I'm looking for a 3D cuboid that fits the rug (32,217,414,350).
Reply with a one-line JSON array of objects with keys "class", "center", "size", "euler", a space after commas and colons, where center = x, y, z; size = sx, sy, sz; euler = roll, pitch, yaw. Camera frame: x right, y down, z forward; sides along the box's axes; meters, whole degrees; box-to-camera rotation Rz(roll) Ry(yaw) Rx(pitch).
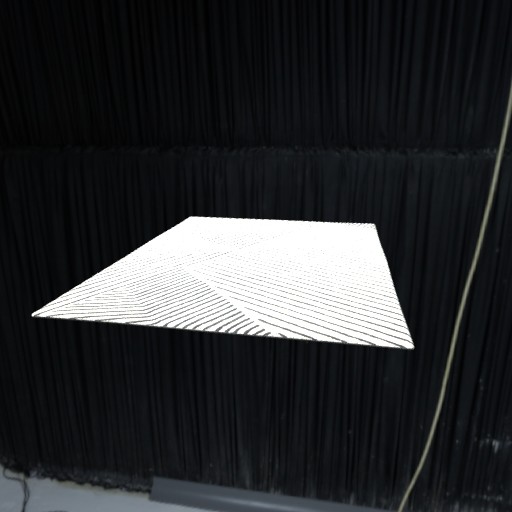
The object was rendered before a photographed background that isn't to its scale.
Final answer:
[{"class": "rug", "center": [0.000, 0.000, 3.192], "size": [1.829, 0.028, 2.449], "euler": [3, 17, 10]}]
